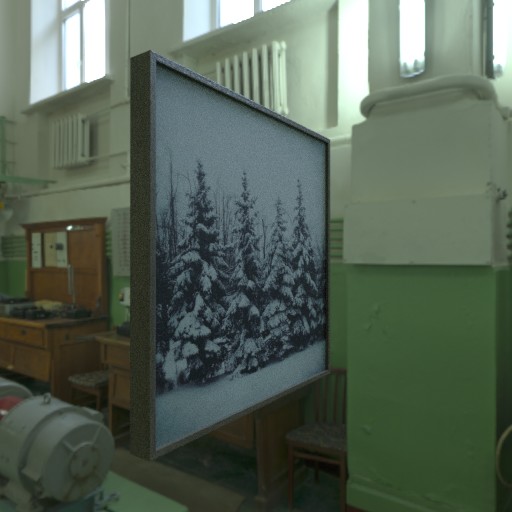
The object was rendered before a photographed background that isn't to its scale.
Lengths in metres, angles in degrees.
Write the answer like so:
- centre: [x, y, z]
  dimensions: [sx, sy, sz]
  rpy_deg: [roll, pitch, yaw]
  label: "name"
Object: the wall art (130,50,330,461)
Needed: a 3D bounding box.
- centre: [0.000, 0.000, 0.764]
  dimensions: [0.037, 0.507, 0.507]
  rpy_deg: [0, 0, 35]
  label: "wall art"
